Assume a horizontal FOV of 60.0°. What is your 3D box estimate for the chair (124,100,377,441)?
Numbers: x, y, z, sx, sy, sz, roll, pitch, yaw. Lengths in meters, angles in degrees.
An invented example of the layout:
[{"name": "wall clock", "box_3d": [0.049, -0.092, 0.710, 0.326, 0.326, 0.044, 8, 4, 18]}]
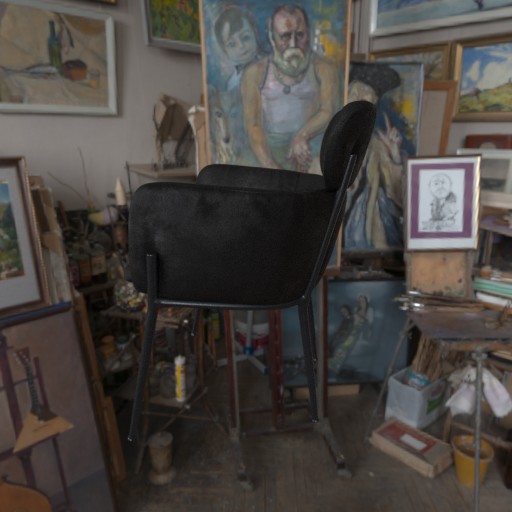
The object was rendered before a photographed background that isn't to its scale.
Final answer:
[{"name": "chair", "box_3d": [0.000, 0.000, 1.265, 0.604, 0.818, 0.640, 2, 16, 7]}]
